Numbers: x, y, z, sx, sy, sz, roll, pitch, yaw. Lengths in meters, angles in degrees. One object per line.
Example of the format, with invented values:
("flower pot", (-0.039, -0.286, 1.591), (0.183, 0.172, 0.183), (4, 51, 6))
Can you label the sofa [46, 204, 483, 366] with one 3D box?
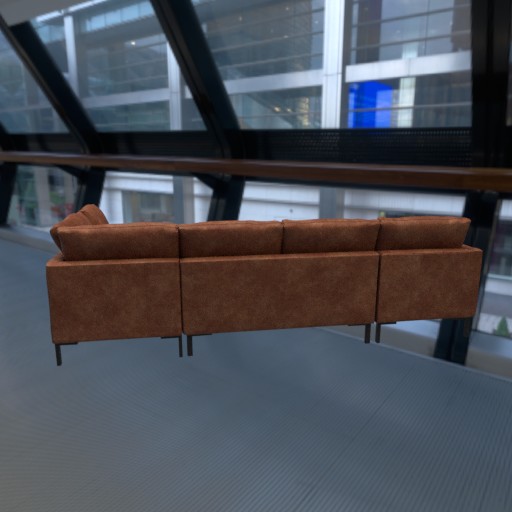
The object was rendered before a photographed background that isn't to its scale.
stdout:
("sofa", (0.000, 0.000, 3.855), (2.956, 0.900, 1.939), (-2, 13, -9))
